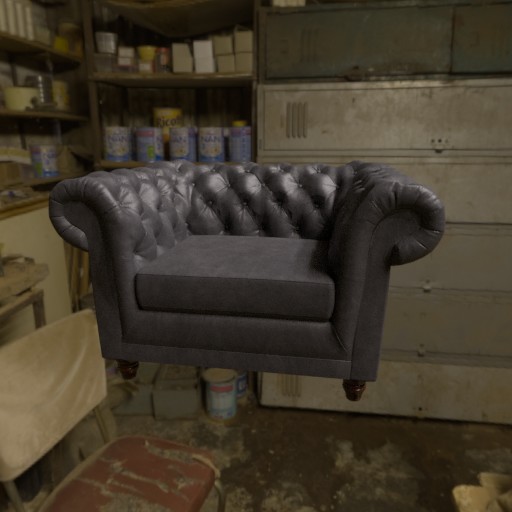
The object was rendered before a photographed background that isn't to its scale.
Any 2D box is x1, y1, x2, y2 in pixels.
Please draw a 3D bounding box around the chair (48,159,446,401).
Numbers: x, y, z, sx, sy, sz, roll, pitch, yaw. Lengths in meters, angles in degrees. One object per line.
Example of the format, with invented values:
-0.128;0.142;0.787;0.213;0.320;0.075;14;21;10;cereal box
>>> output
0.000;0.000;1.895;1.298;0.780;0.943;3;15;9;chair
